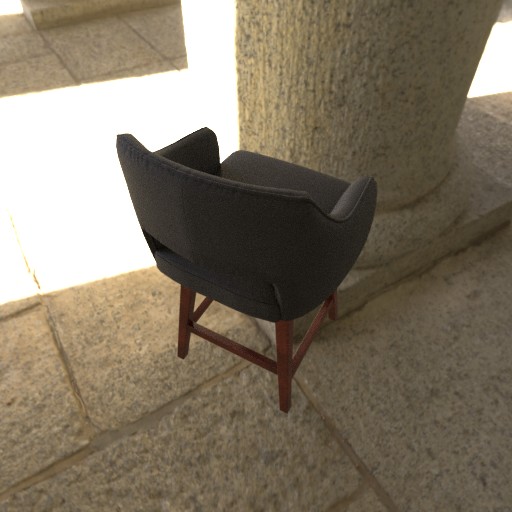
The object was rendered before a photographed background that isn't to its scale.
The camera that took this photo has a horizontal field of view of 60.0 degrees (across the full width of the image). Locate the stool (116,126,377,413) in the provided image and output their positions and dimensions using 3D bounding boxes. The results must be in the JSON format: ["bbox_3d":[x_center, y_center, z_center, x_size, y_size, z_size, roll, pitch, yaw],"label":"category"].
[{"bbox_3d":[0.000,0.000,1.269,0.548,0.912,0.558,22,51,19],"label":"stool"}]
